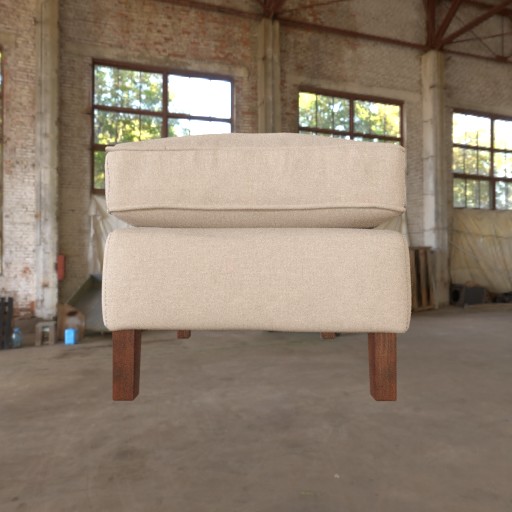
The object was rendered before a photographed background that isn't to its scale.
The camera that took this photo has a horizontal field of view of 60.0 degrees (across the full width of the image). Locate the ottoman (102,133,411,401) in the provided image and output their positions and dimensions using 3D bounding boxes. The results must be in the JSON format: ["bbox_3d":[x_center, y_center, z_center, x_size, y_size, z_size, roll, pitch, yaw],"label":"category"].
[{"bbox_3d":[0.000,0.000,0.984,0.501,0.456,0.665,0,-1,0],"label":"ottoman"}]
